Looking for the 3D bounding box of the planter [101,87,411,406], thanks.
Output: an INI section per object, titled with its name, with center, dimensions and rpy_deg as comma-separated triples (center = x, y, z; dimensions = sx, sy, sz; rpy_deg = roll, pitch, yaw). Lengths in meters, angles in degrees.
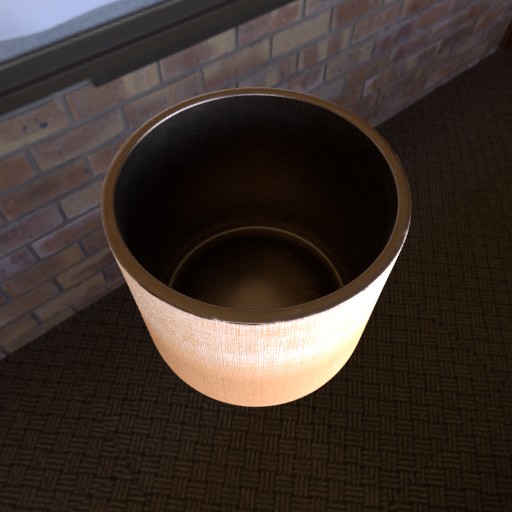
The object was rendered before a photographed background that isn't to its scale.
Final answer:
[planter]
center = 0.000, 0.000, 0.451
dimensions = 0.254, 0.221, 0.254
rpy_deg = 0, 57, 0
